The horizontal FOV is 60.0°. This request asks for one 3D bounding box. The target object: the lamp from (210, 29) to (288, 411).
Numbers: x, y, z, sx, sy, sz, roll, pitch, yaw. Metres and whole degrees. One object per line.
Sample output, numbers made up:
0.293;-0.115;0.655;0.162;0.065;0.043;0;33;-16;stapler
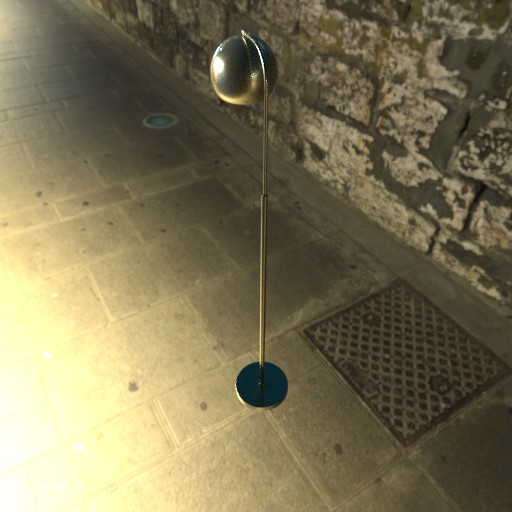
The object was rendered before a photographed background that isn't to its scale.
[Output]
0.000;0.000;1.680;0.250;1.526;0.431;-12;43;-13;lamp
